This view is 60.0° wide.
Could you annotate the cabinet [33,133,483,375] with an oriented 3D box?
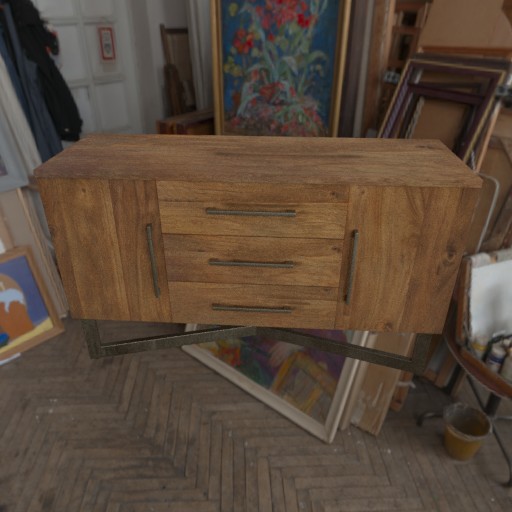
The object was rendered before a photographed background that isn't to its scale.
[{"bbox_3d":[0.000,0.000,1.737,1.373,0.812,0.480,2,30,3],"label":"cabinet"}]
